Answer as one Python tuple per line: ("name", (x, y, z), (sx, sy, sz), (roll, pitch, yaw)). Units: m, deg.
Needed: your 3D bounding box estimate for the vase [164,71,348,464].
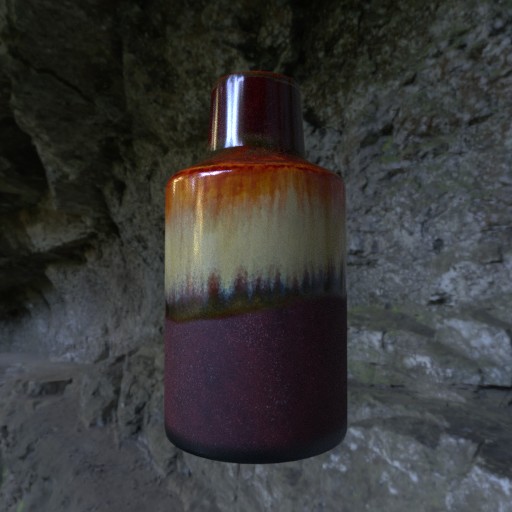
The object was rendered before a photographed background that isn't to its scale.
("vase", (0.000, 0.000, 0.268), (0.108, 0.204, 0.108), (0, -1, 0))
